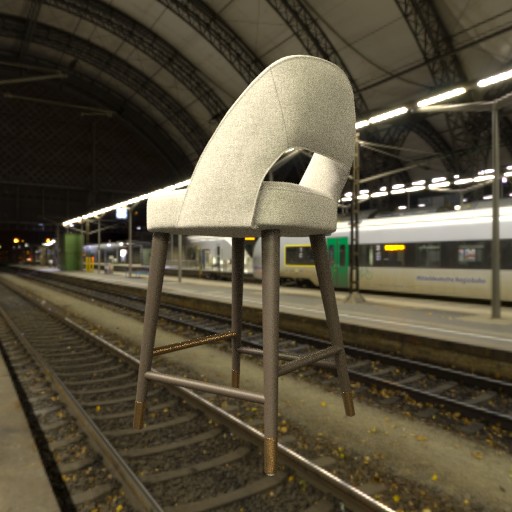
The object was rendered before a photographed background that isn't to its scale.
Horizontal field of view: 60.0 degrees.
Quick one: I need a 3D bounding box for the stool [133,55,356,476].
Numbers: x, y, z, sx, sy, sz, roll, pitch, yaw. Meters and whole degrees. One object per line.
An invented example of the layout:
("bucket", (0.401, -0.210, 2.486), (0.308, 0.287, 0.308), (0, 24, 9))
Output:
("stool", (0.000, 0.000, 1.241), (0.509, 0.940, 0.494), (0, 0, 35))
